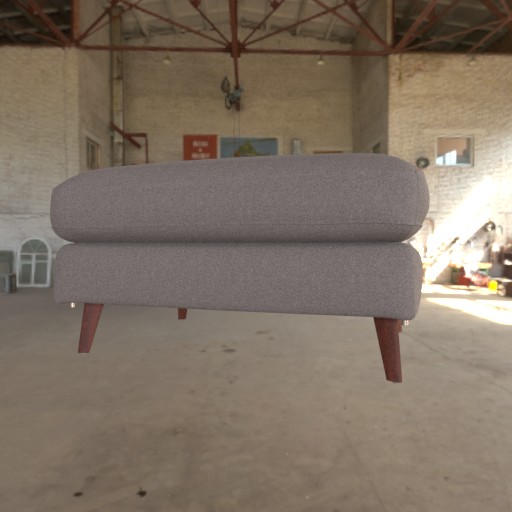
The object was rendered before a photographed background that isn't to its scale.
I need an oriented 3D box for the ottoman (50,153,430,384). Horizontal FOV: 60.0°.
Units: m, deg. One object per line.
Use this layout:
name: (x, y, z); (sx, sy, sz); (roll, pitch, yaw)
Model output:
ottoman: (0.000, 0.000, 1.141); (0.811, 0.449, 0.608); (1, 2, 18)
